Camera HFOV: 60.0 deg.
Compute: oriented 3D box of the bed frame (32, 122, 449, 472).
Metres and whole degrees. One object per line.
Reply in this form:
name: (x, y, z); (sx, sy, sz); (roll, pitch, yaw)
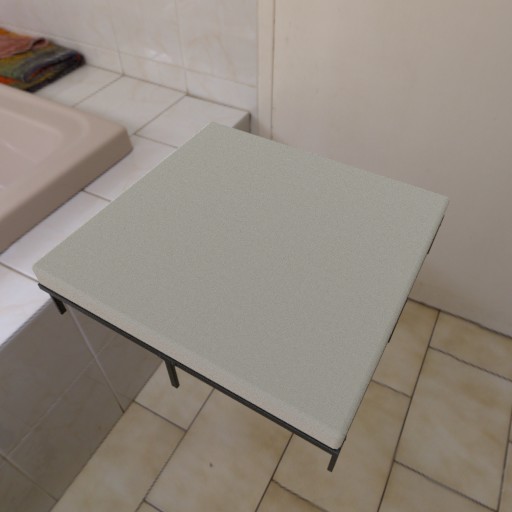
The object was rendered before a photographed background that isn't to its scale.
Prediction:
bed frame: (0.000, 0.000, 3.950); (2.635, 0.680, 2.526); (23, 51, 20)
